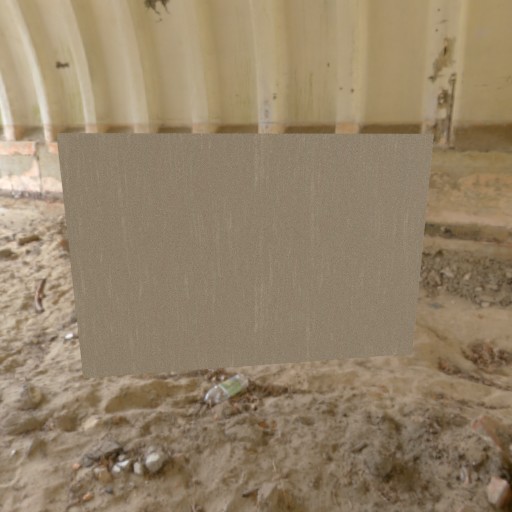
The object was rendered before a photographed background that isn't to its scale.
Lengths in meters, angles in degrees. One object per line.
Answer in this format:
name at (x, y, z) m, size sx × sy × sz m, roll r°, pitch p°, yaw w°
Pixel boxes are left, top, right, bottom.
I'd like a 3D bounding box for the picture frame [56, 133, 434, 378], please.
picture frame at (0.000, 0.000, 1.202) m, size 0.950 × 0.640 × 0.029 m, roll -2°, pitch 15°, yaw -8°
